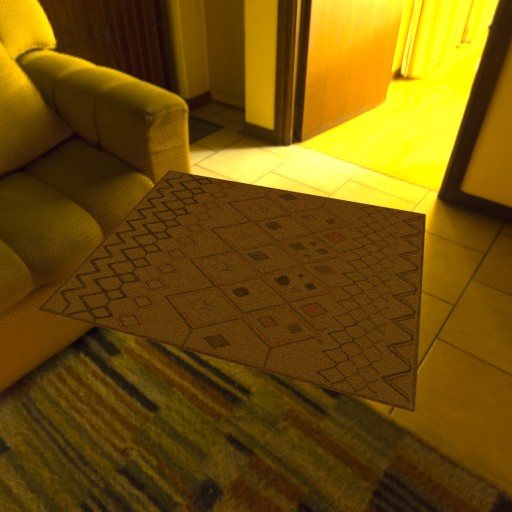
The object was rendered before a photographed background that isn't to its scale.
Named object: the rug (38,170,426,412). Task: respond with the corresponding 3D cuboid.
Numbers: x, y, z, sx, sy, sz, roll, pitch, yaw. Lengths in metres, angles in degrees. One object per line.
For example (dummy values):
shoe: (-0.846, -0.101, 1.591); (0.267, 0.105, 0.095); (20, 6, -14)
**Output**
rug: (0.000, 0.000, 4.236); (3.050, 0.016, 2.441); (12, 42, 14)
